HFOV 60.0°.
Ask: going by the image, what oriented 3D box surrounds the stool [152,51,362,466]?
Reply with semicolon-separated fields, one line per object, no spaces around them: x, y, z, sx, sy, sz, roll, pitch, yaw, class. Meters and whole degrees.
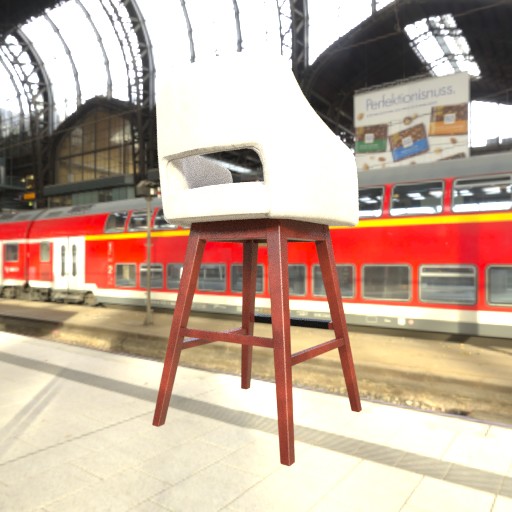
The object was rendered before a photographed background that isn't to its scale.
0.000;0.000;1.365;0.548;1.012;0.558;0;0;34;stool
